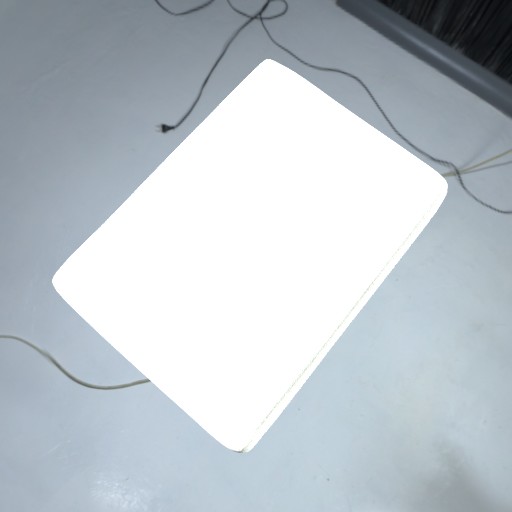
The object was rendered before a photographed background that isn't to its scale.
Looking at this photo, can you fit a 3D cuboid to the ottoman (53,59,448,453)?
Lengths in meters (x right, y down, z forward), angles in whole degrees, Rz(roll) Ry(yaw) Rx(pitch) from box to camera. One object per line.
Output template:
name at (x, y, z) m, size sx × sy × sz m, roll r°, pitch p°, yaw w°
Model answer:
ottoman at (0.000, 0.000, 1.174) m, size 0.569 × 0.499 × 0.773 m, roll 39°, pitch 78°, yaw 10°
